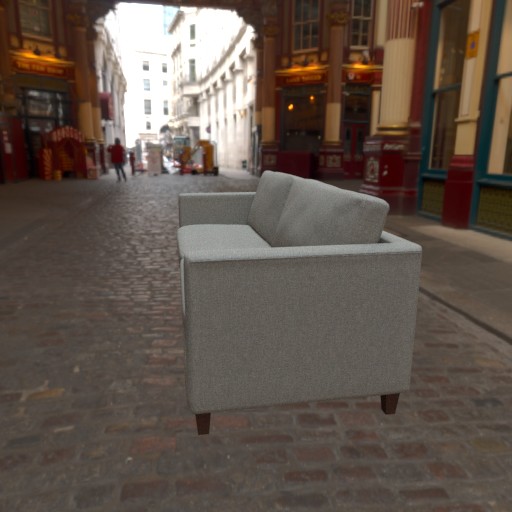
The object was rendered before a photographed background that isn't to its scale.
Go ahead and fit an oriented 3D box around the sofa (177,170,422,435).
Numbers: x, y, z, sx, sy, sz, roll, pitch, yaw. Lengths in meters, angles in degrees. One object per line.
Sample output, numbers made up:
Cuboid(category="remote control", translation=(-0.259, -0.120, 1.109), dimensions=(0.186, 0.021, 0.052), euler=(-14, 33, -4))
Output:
Cuboid(category="sofa", translation=(0.000, 0.000, 2.736), dimensions=(0.956, 0.963, 2.208), euler=(-2, 14, -10))
